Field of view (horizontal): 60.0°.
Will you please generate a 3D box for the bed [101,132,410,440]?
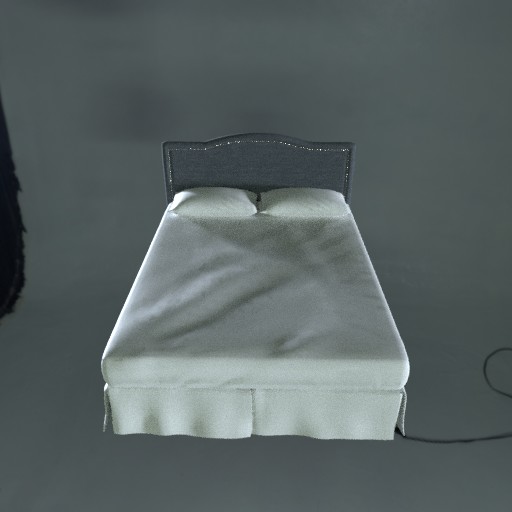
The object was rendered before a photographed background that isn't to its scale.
[{"bbox_3d":[0.000,0.000,3.915,2.161,1.457,2.689,0,31,1],"label":"bed"}]
